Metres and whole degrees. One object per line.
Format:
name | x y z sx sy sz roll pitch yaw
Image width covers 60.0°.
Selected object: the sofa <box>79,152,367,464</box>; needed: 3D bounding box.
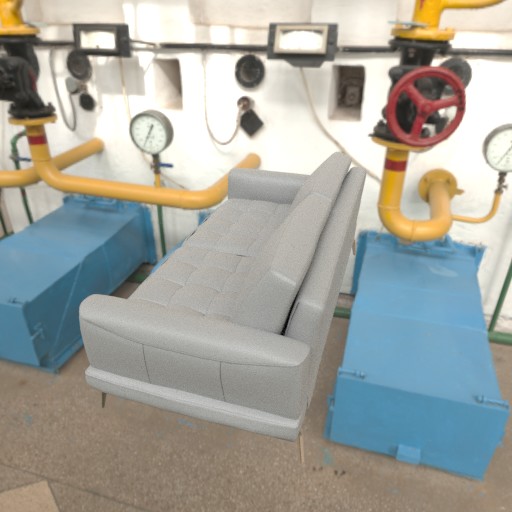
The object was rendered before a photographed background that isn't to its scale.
sofa | 0.000 0.000 2.779 1.121 0.930 2.177 9 31 15
